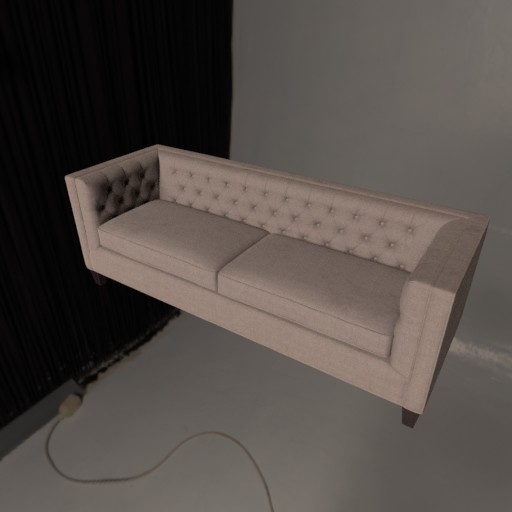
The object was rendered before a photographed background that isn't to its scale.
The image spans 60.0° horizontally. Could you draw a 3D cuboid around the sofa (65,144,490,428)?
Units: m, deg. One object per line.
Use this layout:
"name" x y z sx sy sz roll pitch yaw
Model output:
"sofa" 0.000 0.000 2.518 2.159 0.762 0.775 18 35 28
